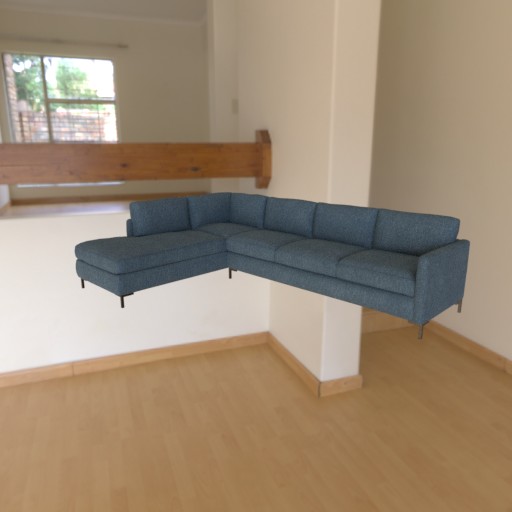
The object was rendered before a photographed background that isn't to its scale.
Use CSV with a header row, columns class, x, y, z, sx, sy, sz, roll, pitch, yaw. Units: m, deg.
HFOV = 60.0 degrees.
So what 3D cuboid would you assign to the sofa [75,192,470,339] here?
class,x,y,z,sx,sy,sz,roll,pitch,yaw
sofa,0.000,0.000,3.905,2.949,0.815,2.007,14,20,43
